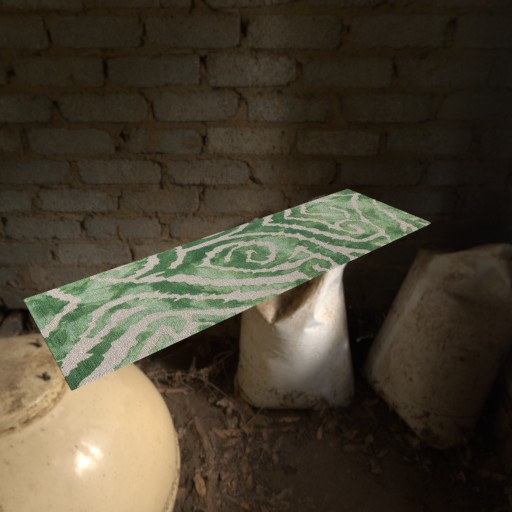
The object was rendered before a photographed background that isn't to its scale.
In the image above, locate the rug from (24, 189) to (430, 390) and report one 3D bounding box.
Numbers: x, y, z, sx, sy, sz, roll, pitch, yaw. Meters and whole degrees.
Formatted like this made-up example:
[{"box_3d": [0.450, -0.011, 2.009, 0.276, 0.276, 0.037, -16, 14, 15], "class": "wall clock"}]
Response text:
[{"box_3d": [0.000, 0.000, 2.661, 2.438, 0.006, 0.761, -22, 37, -31], "class": "rug"}]
